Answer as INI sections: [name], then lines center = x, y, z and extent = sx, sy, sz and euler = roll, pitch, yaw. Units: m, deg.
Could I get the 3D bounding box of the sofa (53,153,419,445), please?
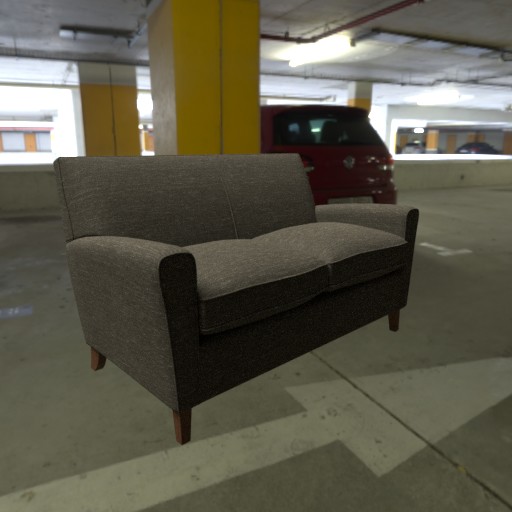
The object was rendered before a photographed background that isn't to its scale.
[sofa]
center = 0.000, 0.000, 2.050
extent = 1.509, 0.905, 0.867
euler = -13, 19, -42
